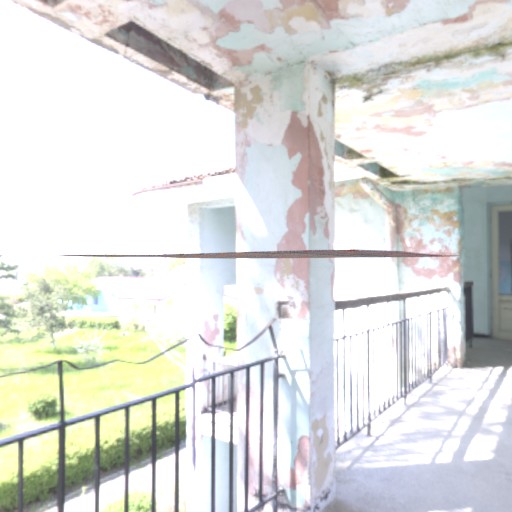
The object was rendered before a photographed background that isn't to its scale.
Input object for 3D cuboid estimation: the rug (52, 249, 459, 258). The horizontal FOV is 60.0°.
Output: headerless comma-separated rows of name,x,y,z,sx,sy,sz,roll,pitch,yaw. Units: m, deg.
rug,0.000,0.000,4.105,3.029,0.022,2.263,-1,-1,37
